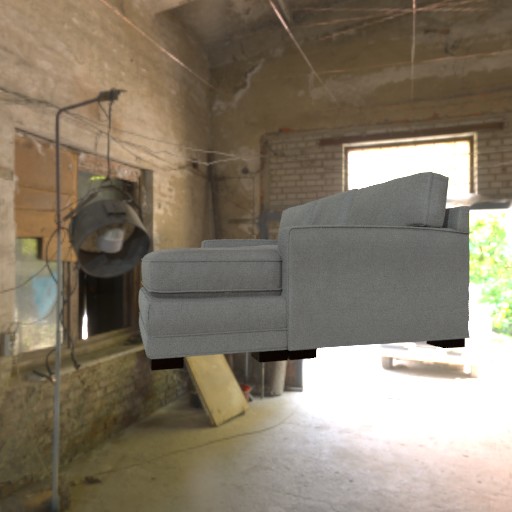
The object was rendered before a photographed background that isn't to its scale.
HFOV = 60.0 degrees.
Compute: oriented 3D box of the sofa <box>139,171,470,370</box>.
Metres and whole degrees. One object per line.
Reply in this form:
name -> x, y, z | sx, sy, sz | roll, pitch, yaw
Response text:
sofa -> 0.000, 0.000, 2.873 | 1.496, 0.861, 2.087 | 0, 0, -17
